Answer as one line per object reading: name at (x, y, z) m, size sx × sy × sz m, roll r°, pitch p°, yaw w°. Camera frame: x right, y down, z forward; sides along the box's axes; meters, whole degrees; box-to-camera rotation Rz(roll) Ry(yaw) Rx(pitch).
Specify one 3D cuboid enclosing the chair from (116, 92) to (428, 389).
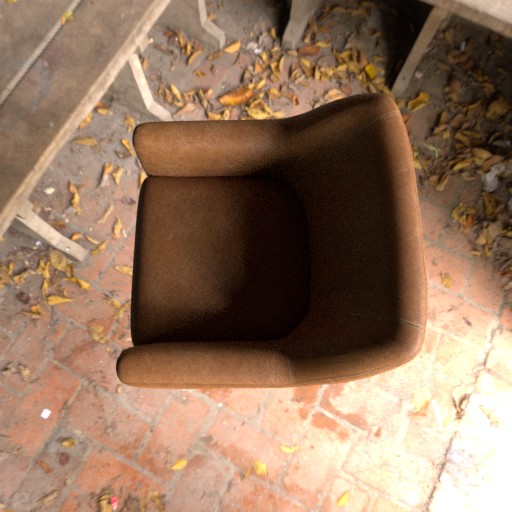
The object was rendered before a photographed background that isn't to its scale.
chair at (0.000, 0.000, 1.818) m, size 1.034 × 0.980 × 1.037 m, roll -1°, pitch 74°, yaw 0°
